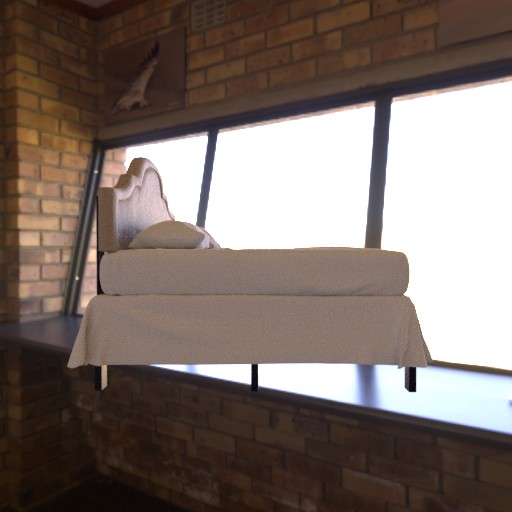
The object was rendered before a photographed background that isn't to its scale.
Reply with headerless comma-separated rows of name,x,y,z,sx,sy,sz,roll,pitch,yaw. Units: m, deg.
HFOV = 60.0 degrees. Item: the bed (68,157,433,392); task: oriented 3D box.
bed,0.000,0.000,3.733,2.222,1.631,2.303,0,1,1
